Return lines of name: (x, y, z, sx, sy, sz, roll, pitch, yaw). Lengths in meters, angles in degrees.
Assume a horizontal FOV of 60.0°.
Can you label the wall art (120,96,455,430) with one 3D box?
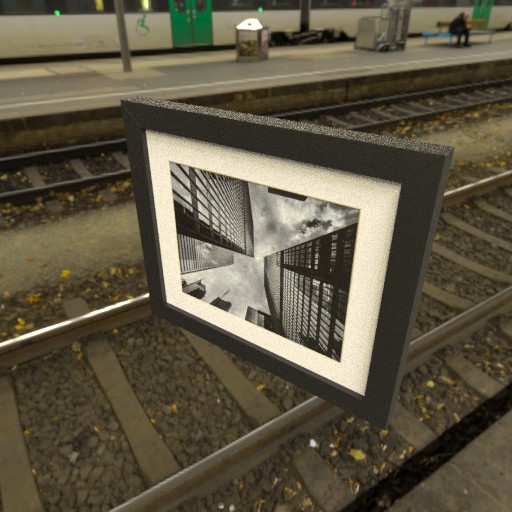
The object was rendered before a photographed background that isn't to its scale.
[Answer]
wall art: (0.000, 0.000, 0.530, 0.381, 0.321, 0.028, 19, 35, 30)
